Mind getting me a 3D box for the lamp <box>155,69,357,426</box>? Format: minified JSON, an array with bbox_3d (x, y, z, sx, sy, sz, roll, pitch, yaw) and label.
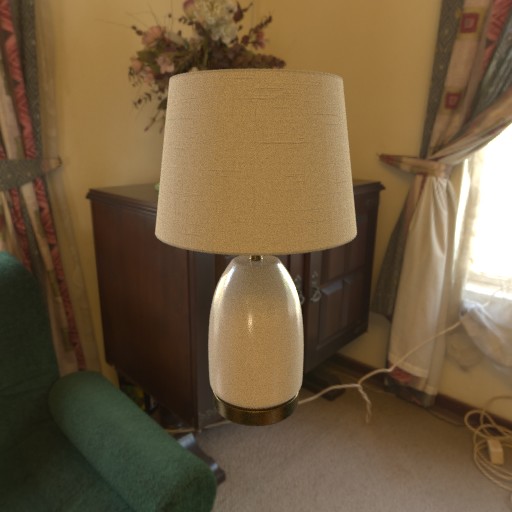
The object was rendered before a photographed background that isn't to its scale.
[{"bbox_3d":[0.000,0.000,0.653,0.285,0.483,0.285,0,16,0],"label":"lamp"}]
